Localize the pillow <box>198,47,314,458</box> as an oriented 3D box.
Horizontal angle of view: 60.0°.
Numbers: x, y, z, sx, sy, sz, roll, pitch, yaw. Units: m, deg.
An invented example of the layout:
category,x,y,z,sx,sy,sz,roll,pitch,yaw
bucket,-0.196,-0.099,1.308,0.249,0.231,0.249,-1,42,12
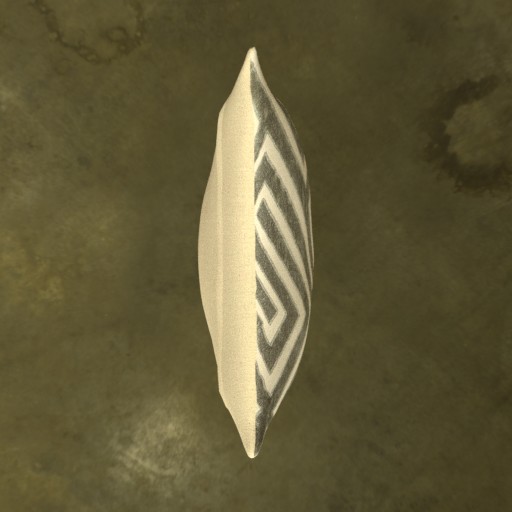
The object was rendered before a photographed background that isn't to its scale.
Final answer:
category,x,y,z,sx,sy,sz,roll,pitch,yaw
pillow,0.000,0.000,0.673,0.182,0.441,0.440,0,90,0
